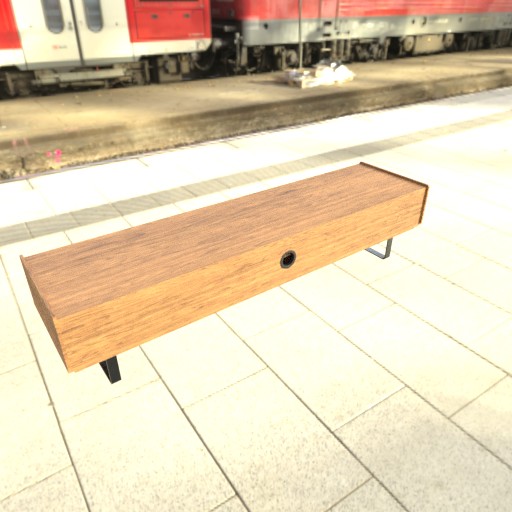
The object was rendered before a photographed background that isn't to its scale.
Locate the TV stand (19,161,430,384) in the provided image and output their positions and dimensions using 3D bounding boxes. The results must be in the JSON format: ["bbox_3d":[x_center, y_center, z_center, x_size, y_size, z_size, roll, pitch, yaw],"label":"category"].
[{"bbox_3d":[0.000,0.000,2.010,1.796,0.415,0.467,-20,36,-30],"label":"TV stand"}]
